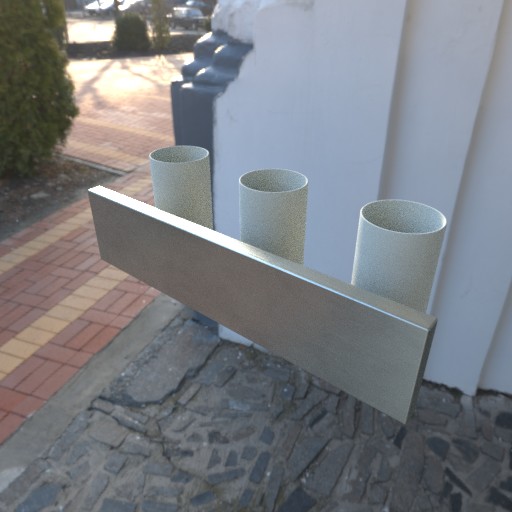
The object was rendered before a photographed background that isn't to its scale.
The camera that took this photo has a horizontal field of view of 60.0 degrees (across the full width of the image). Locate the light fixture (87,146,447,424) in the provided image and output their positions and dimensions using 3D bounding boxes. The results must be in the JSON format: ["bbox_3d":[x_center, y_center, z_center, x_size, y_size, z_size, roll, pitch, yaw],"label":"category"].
[{"bbox_3d":[0.000,0.000,0.527,0.451,0.172,0.145,22,36,33],"label":"light fixture"}]
